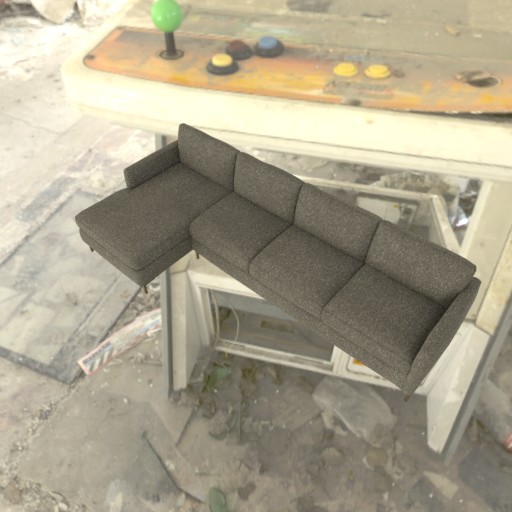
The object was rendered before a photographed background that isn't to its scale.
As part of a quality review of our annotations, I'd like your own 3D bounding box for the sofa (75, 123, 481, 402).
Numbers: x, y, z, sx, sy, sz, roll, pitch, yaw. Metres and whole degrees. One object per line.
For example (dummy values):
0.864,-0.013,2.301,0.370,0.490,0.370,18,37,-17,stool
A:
0.000,0.000,3.417,2.932,0.810,1.350,32,54,27,sofa
